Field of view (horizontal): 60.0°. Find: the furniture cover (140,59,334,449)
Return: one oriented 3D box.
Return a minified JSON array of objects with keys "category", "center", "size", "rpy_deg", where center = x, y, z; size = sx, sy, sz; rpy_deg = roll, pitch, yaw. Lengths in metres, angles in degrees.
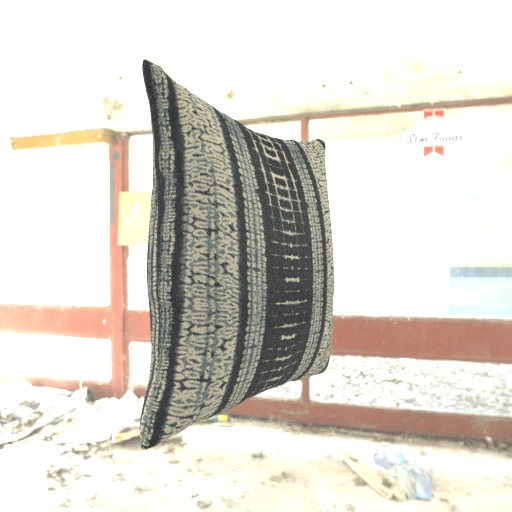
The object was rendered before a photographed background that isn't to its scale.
[{"category":"furniture cover","center":[0.000,0.000,0.659],"size":[0.133,0.435,0.425],"rpy_deg":[0,0,36]}]
